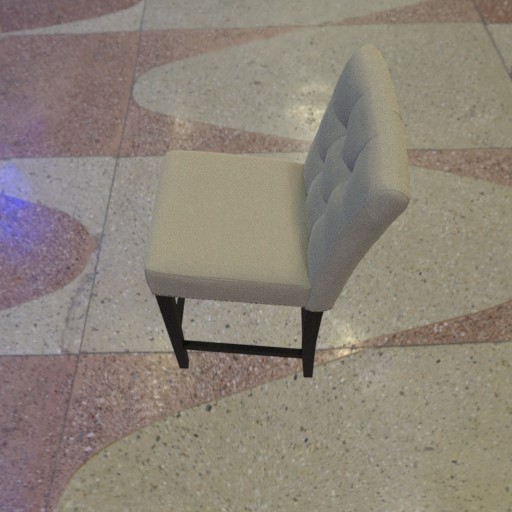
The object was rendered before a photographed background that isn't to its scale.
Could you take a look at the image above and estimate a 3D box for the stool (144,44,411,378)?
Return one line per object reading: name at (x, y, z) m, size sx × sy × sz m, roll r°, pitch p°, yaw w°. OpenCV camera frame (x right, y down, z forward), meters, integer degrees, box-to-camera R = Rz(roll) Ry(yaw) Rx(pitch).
stool at (0.000, 0.000, 1.255) m, size 0.548 × 1.047 × 0.411 m, roll 1°, pitch 58°, yaw 1°
